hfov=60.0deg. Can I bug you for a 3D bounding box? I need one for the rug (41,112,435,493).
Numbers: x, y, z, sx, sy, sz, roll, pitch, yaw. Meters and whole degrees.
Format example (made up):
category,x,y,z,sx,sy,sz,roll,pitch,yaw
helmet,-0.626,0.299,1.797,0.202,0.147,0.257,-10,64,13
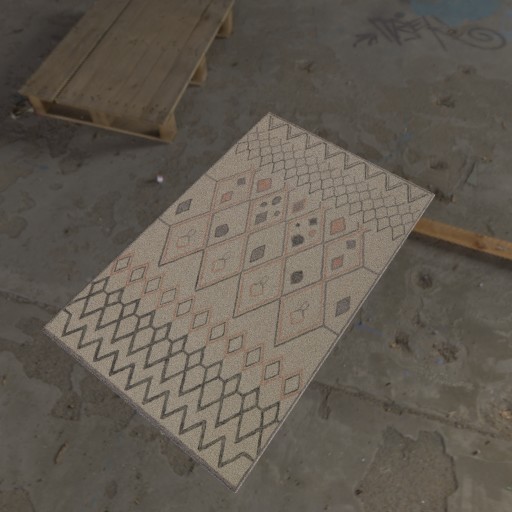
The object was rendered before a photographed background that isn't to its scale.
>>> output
category,x,y,z,sx,sy,sz,roll,pitch,yaw
rug,0.000,0.000,3.026,1.524,0.015,2.438,32,64,18
